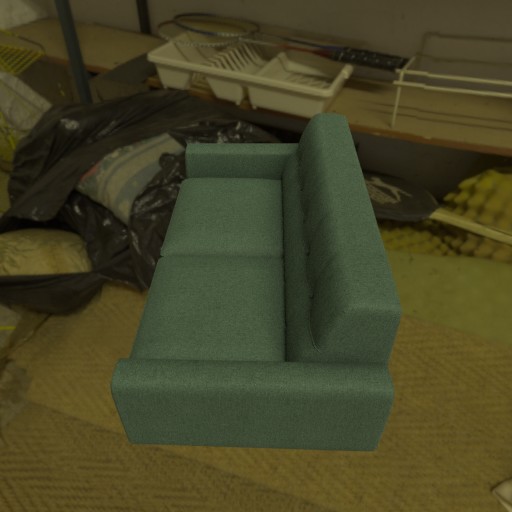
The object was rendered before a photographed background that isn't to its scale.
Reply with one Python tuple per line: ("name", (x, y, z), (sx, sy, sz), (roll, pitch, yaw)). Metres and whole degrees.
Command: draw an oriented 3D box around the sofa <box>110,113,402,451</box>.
("sofa", (0.000, 0.000, 2.056), (0.909, 0.841, 1.631), (1, 41, 1))
